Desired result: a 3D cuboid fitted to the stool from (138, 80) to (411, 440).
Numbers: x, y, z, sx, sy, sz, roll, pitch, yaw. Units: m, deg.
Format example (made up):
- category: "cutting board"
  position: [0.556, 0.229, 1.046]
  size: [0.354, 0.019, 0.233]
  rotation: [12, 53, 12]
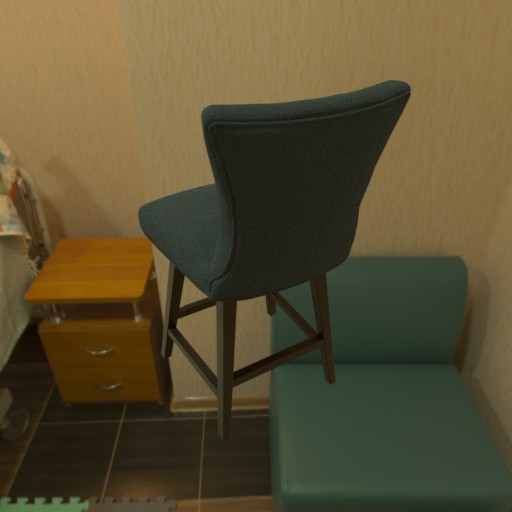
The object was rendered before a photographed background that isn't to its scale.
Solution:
- category: "stool"
  position: [0.000, 0.000, 1.299]
  size: [0.514, 1.000, 0.574]
  rotation: [-18, 36, -26]
